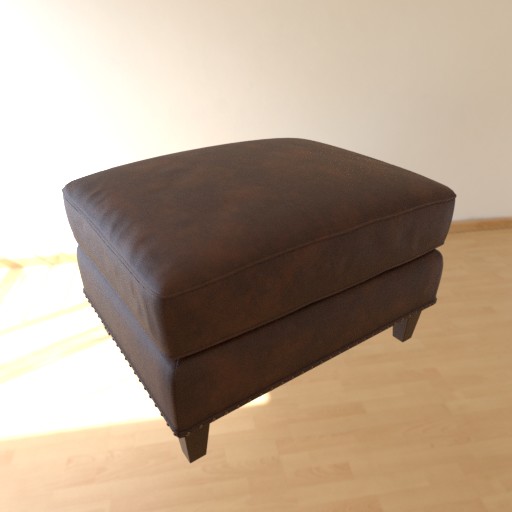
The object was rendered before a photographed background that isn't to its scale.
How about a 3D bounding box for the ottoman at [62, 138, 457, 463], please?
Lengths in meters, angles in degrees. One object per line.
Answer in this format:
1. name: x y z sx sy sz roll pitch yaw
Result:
1. ottoman: 0.000 0.000 1.102 0.742 0.486 0.586 -19 34 -30
